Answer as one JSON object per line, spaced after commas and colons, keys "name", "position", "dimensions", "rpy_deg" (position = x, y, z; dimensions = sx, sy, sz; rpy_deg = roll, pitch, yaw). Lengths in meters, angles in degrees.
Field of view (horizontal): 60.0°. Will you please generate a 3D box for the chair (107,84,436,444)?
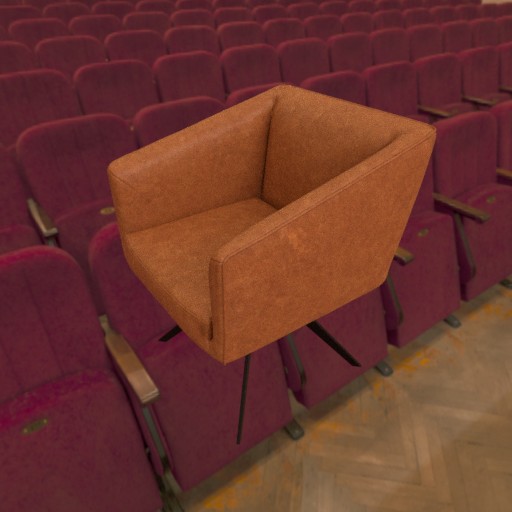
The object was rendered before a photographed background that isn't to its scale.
{"name": "chair", "position": [0.000, 0.000, 1.253], "dimensions": [0.625, 0.760, 0.588], "rpy_deg": [-21, 39, -29]}
